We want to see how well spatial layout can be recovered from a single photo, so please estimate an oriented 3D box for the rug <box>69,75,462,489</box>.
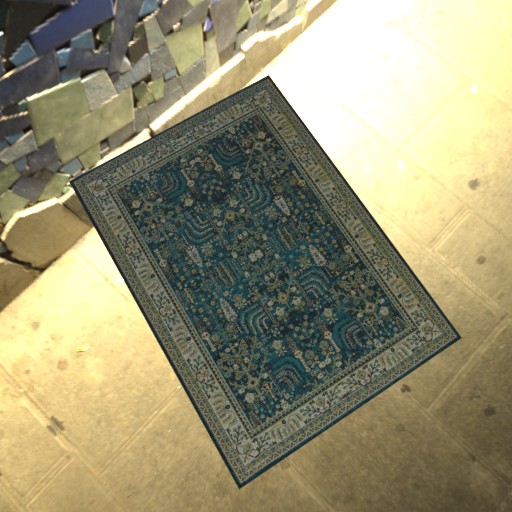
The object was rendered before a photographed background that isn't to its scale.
[{"bbox_3d":[0.000,0.000,2.851,1.594,0.013,2.213,-31,77,-8],"label":"rug"}]
